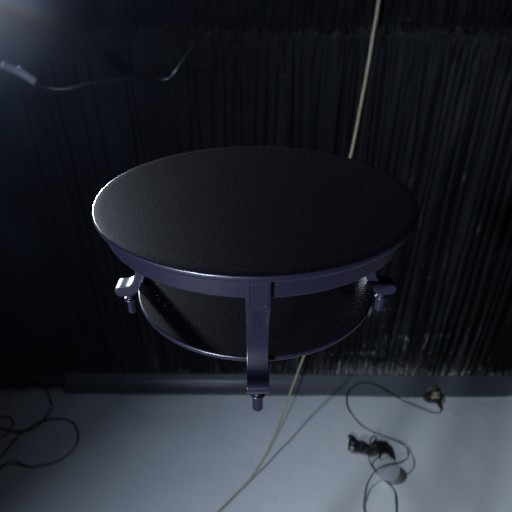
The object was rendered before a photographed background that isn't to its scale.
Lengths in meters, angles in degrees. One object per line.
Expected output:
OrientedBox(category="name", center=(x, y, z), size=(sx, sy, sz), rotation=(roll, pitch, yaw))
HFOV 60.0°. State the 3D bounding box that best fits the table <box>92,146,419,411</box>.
OrientedBox(category="table", center=(0.000, 0.000, 1.579), size=(1.029, 0.491, 1.029), rotation=(0, 30, 0))
